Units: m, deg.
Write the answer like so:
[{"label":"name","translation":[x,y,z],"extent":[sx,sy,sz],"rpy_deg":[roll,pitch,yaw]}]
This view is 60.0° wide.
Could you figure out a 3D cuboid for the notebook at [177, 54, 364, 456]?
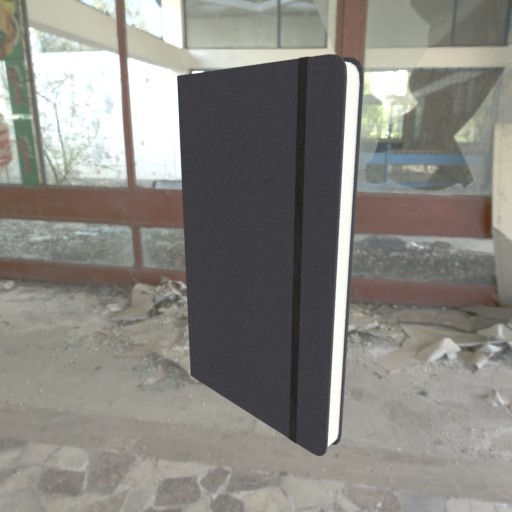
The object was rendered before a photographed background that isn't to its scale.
[{"label":"notebook","translation":[0.000,0.000,0.269],"extent":[0.016,0.213,0.127],"rpy_deg":[-15,22,-42]}]
